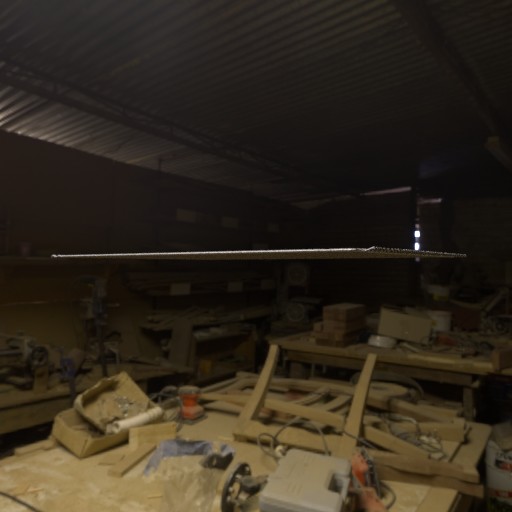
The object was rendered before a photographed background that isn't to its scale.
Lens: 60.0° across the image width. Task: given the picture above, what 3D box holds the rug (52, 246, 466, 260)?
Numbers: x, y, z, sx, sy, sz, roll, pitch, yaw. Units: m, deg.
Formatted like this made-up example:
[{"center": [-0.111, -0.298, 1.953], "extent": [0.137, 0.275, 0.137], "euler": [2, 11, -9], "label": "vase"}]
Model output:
[{"center": [0.000, 0.000, 3.001], "extent": [2.312, 0.017, 1.613], "euler": [-1, -1, 37], "label": "rug"}]
